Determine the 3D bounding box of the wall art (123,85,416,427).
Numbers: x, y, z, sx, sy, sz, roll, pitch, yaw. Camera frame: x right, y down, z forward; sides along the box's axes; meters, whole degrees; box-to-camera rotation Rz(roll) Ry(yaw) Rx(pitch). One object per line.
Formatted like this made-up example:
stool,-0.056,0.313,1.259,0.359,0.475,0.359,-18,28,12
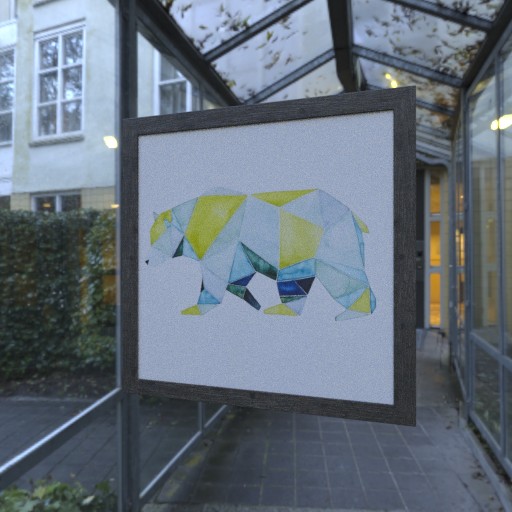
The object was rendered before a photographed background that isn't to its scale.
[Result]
wall art,0.000,0.000,0.681,0.462,0.459,0.027,0,0,19
